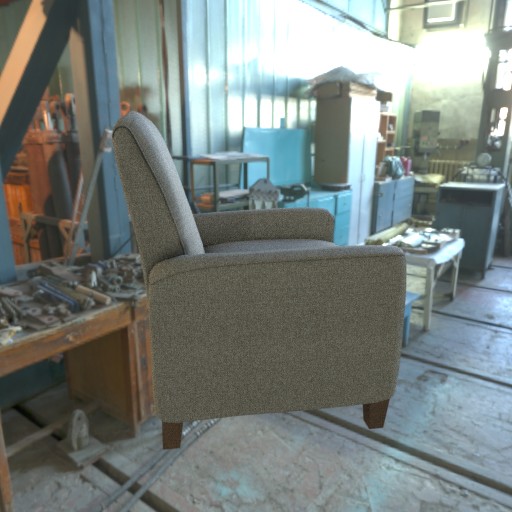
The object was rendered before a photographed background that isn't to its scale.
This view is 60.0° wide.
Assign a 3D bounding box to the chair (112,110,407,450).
[{"bbox_3d":[0.000,0.000,1.638,0.864,1.014,0.848,-2,15,-8],"label":"chair"}]
